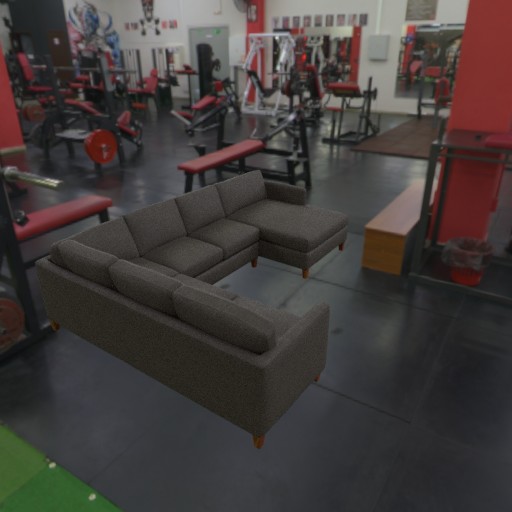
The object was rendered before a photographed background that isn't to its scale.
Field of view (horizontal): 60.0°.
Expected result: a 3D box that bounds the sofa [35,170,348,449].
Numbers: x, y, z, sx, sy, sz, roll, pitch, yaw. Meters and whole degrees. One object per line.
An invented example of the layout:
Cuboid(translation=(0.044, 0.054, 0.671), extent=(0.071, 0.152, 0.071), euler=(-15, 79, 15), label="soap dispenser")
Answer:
Cuboid(translation=(0.000, 0.000, 4.744), extent=(2.594, 0.961, 3.460), euler=(17, 30, 31), label="sofa")
